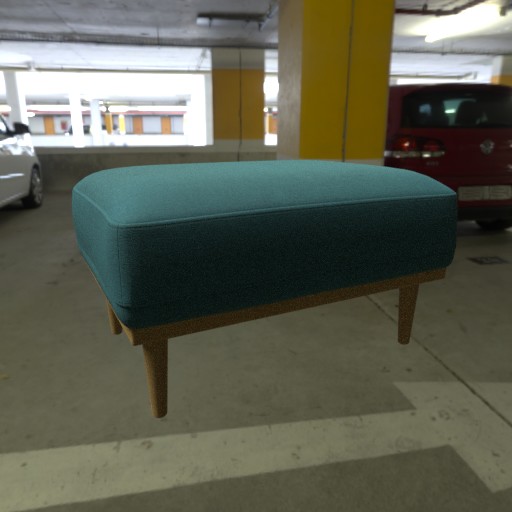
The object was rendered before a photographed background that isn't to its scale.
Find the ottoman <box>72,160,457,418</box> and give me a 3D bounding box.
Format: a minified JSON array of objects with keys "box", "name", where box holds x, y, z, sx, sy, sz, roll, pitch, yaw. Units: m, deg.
[{"box":[0.000,0.000,1.054,0.749,0.428,0.549,-8,18,-27],"name":"ottoman"}]
